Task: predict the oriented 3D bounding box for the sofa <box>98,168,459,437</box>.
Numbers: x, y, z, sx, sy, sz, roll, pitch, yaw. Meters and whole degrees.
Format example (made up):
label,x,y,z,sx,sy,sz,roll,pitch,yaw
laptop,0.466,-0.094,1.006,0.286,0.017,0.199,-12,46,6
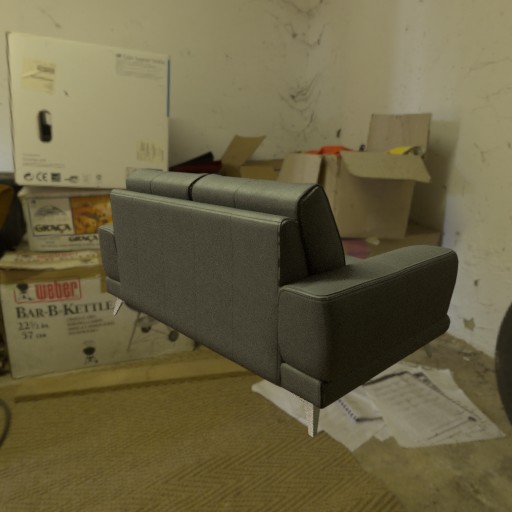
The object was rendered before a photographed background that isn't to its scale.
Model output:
label,x,y,z,sx,sy,sz,roll,pitch,yaw
sofa,0.000,0.000,2.406,1.018,0.907,1.806,-13,19,-41
